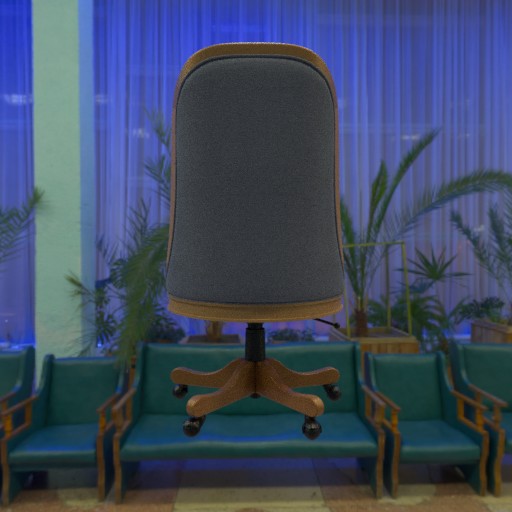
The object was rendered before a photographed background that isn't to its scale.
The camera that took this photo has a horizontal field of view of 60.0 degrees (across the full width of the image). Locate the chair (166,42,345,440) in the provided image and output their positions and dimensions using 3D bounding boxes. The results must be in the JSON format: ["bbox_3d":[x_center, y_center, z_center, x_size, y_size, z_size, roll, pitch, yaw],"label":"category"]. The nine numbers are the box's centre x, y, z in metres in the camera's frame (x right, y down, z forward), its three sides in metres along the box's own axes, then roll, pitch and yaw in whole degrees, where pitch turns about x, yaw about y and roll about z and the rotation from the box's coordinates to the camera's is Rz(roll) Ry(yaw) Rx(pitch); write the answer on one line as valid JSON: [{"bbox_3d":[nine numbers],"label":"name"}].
[{"bbox_3d":[0.000,0.000,1.429,0.605,1.031,0.735,0,1,0],"label":"chair"}]
